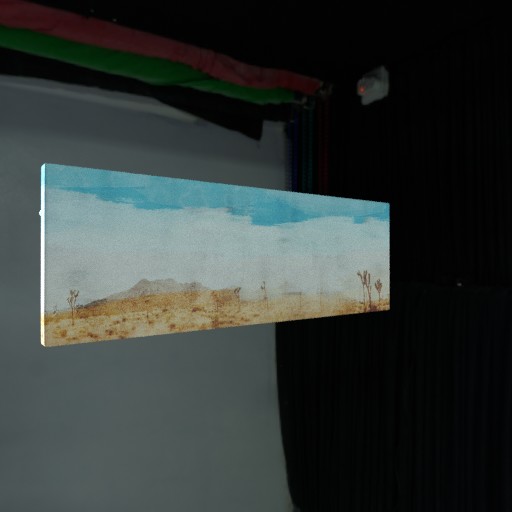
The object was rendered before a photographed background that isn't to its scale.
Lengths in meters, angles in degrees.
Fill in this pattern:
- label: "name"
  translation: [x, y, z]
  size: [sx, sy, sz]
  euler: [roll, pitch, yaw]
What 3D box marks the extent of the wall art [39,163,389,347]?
- label: "wall art"
  translation: [0.000, 0.000, 0.851]
  size: [0.759, 0.254, 0.044]
  euler: [0, 0, -36]
